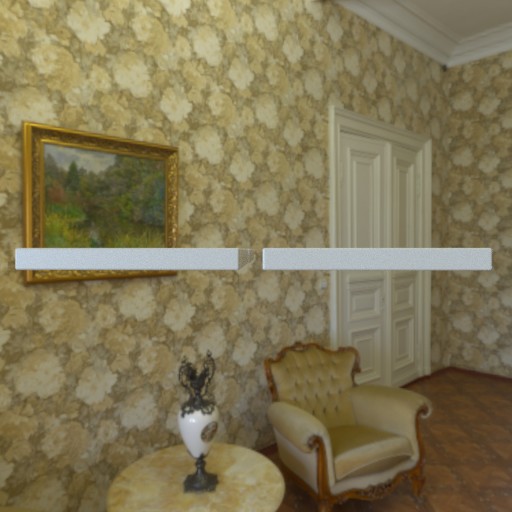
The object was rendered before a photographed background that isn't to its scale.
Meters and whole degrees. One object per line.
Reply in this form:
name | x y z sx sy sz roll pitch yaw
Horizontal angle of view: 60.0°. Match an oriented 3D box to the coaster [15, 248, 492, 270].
coaster | 0.000 0.000 0.308 0.214 0.010 0.219 0 1 1
